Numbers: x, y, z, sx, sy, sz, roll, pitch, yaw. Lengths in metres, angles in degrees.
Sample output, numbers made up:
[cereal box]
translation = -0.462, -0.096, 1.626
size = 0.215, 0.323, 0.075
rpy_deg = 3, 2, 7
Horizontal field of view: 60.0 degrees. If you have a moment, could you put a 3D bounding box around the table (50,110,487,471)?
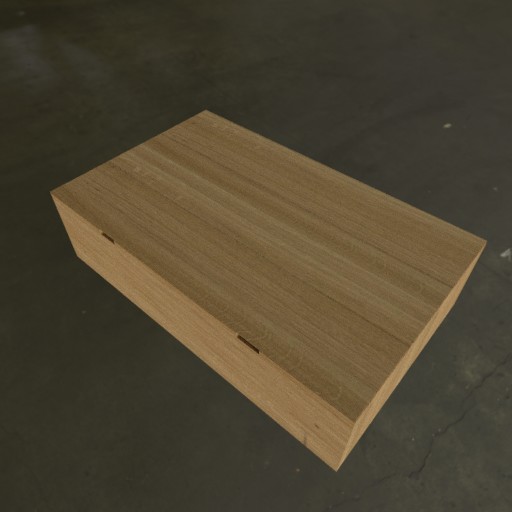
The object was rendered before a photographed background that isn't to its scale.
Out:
[table]
translation = 0.000, 0.000, 1.430
size = 1.110, 0.353, 0.678
rpy_deg = 32, 54, 27
